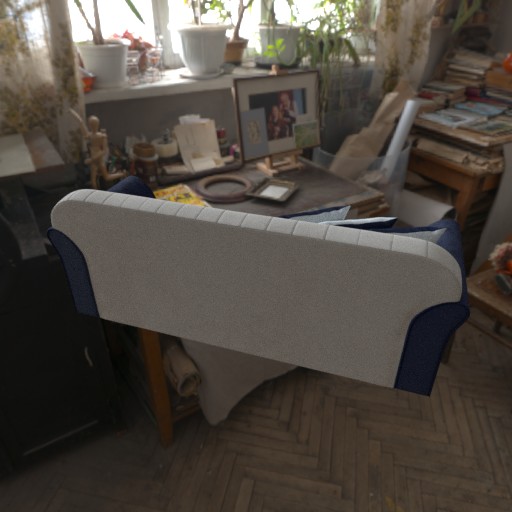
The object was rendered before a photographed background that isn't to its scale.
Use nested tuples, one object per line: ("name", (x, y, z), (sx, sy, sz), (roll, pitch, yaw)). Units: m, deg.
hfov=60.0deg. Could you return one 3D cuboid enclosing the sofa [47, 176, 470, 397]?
("sofa", (0.000, 0.000, 2.374), (2.006, 0.789, 0.749), (10, 33, 16))
